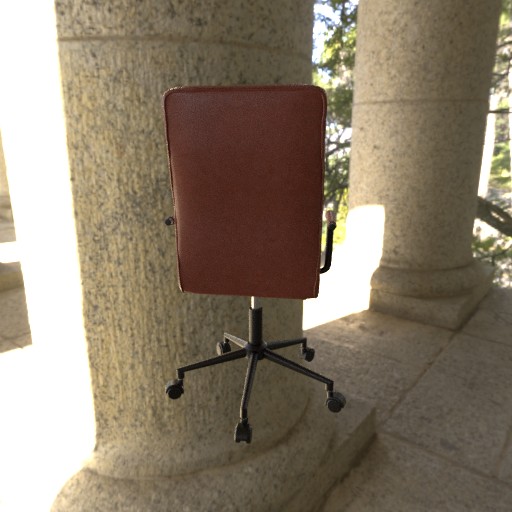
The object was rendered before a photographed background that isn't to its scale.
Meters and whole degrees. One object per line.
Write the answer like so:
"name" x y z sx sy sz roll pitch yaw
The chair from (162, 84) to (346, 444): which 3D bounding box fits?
"chair" 0.000 0.000 1.410 0.608 0.979 0.580 2 15 8
